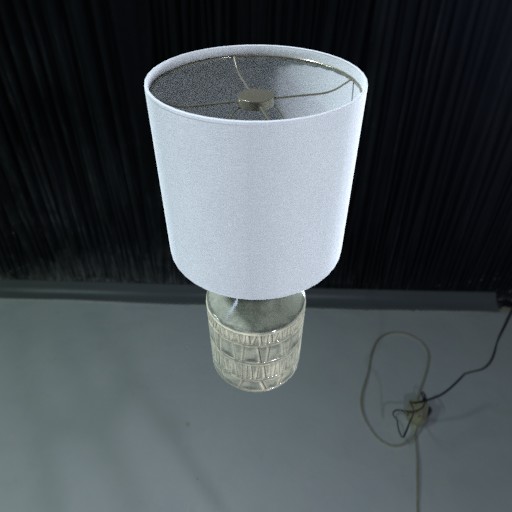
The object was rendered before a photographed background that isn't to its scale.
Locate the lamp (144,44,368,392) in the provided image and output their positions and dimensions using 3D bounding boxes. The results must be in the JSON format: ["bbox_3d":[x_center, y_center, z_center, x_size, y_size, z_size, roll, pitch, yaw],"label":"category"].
[{"bbox_3d":[0.000,0.000,0.573,0.211,0.455,0.211,0,40,0],"label":"lamp"}]
